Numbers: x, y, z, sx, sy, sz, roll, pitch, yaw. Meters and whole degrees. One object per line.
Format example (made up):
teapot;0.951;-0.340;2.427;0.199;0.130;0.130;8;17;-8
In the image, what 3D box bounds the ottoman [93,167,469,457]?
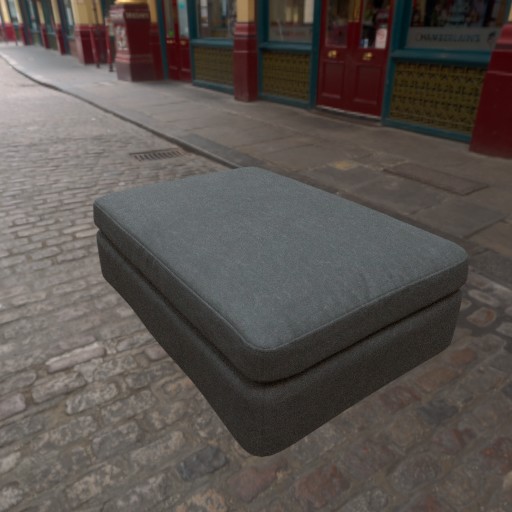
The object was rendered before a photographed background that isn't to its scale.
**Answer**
ottoman;0.000;0.000;1.618;0.840;0.429;1.199;-18;32;-31
